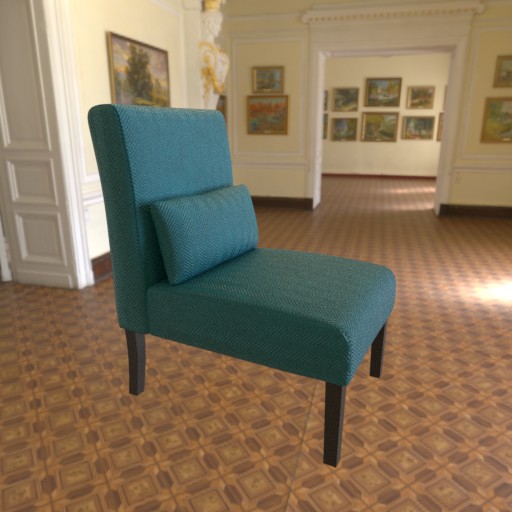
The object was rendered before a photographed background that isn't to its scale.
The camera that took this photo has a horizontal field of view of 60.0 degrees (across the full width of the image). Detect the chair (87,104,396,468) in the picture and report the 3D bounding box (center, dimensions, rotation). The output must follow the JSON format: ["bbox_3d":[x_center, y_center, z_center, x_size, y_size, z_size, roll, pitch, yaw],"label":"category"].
[{"bbox_3d":[0.000,0.000,1.434,0.808,0.927,0.579,8,18,27],"label":"chair"}]
